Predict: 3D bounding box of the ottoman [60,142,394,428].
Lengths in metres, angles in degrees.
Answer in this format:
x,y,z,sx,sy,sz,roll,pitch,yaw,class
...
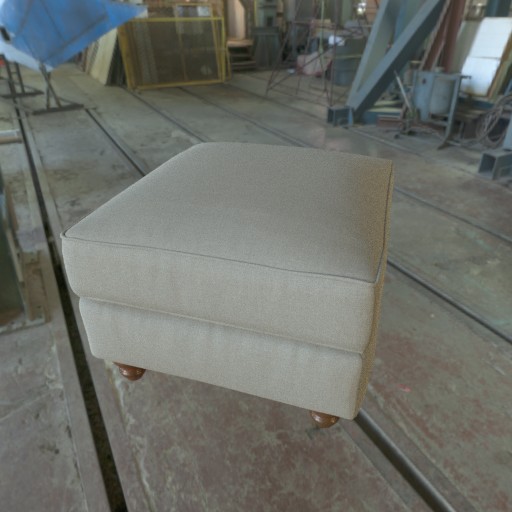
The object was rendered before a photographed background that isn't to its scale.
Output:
x,y,z,sx,sy,sz,roll,pitch,yaw,class
0.000,0.000,1.173,0.662,0.505,0.716,9,31,15,ottoman
